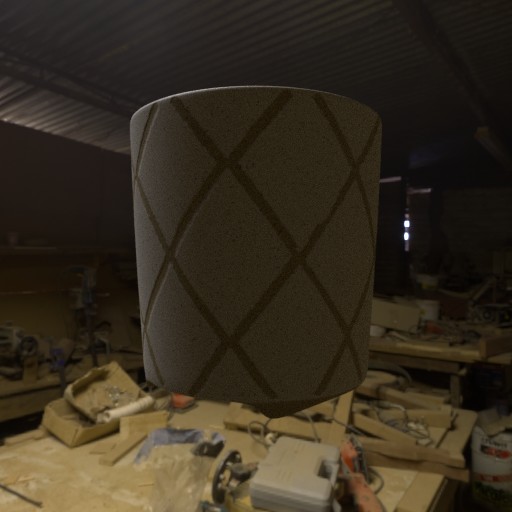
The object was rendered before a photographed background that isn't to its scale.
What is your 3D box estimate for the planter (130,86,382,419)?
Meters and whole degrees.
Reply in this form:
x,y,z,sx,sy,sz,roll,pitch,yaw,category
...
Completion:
x,y,z,sx,sy,sz,roll,pitch,yaw,category
0.000,0.000,0.417,0.228,0.235,0.228,0,0,0,planter
